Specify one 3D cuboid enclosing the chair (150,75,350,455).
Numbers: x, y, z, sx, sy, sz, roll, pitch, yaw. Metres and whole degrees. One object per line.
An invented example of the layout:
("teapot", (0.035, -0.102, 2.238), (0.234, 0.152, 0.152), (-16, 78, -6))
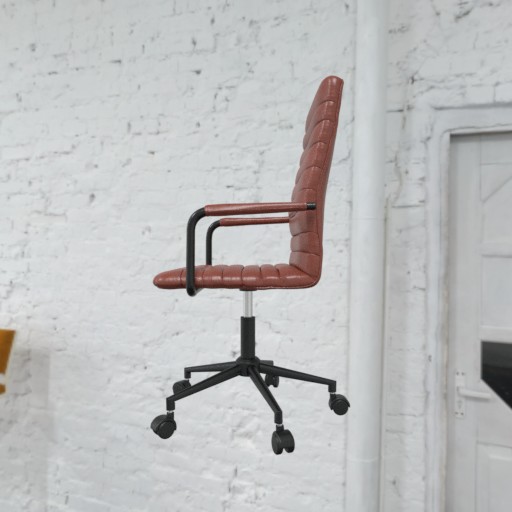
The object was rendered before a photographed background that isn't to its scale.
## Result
("chair", (0.000, 0.000, 1.373), (0.580, 0.979, 0.608), (0, 1, 0))
